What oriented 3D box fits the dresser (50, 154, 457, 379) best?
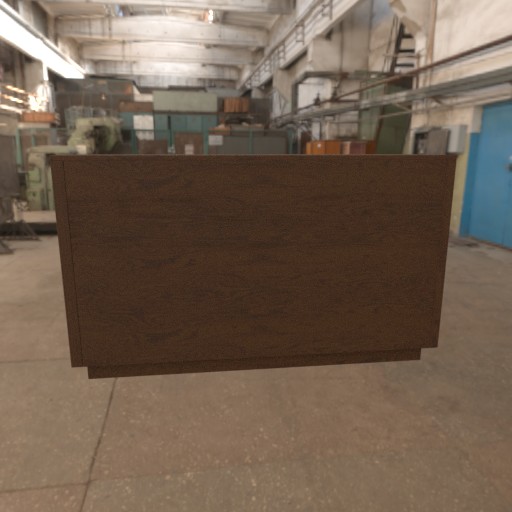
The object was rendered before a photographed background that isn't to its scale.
[{"bbox_3d":[0.000,0.000,1.993,1.523,0.889,0.512,-2,13,-7],"label":"dresser"}]
